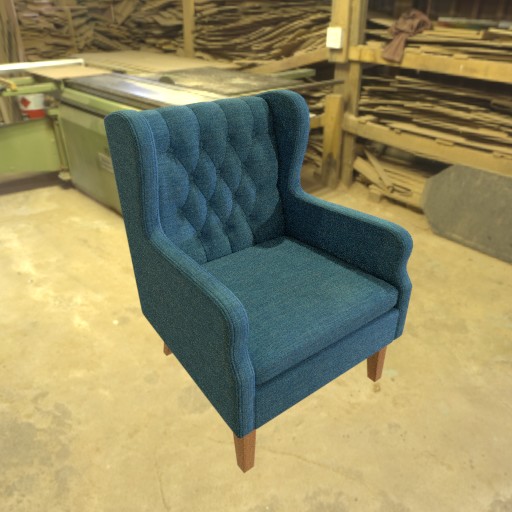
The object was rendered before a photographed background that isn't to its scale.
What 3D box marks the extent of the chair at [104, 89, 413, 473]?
[{"bbox_3d":[0.000,0.000,1.499,0.711,0.952,0.775,-21,35,-32],"label":"chair"}]
